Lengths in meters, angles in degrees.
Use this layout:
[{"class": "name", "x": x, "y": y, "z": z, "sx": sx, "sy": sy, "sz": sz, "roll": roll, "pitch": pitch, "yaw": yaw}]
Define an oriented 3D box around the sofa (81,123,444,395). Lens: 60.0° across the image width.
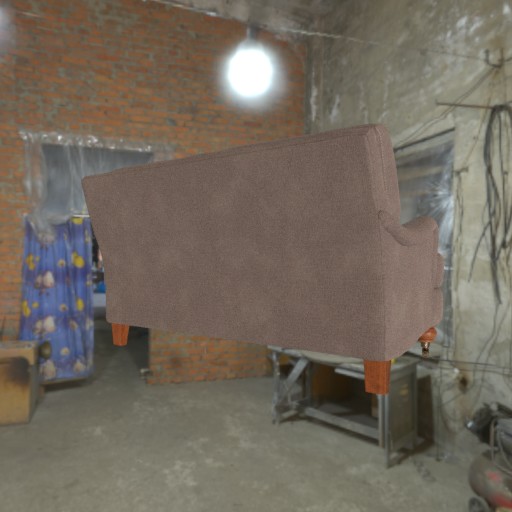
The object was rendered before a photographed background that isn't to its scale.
[{"class": "sofa", "x": 0.000, "y": 0.000, "z": 2.525, "sx": 1.853, "sy": 1.101, "sz": 1.084, "roll": 0, "pitch": 0, "yaw": 36}]
